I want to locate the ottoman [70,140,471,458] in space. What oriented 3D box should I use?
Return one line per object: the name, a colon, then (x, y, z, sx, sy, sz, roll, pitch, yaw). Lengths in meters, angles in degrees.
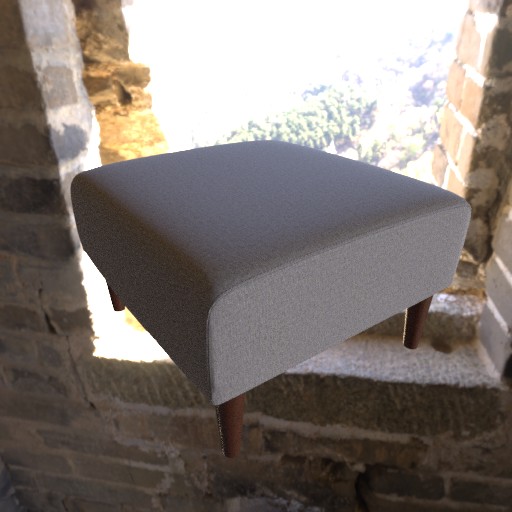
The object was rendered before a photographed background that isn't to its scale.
ottoman: (0.000, 0.000, 1.030, 0.648, 0.399, 0.655, -18, 32, -31)
